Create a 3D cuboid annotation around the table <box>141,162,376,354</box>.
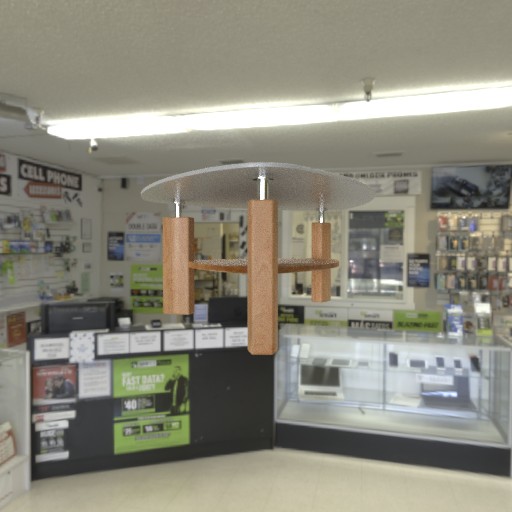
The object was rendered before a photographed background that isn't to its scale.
[{"bbox_3d":[0.000,0.000,1.633,0.850,0.440,1.250,0,1,17],"label":"table"}]
